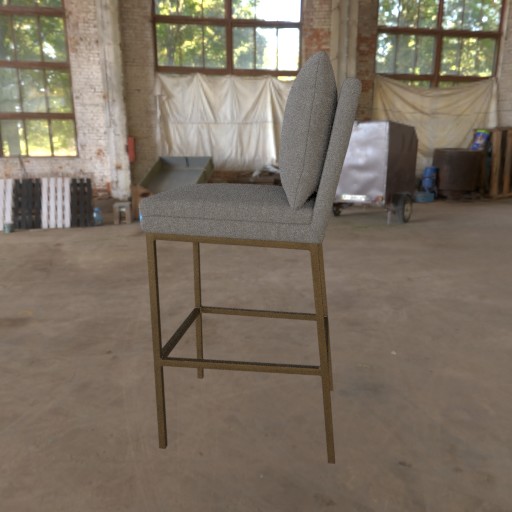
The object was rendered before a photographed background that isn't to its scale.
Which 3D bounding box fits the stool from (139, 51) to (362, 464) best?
[{"bbox_3d":[0.000,0.000,1.399,0.569,1.132,0.463,2,14,9],"label":"stool"}]
